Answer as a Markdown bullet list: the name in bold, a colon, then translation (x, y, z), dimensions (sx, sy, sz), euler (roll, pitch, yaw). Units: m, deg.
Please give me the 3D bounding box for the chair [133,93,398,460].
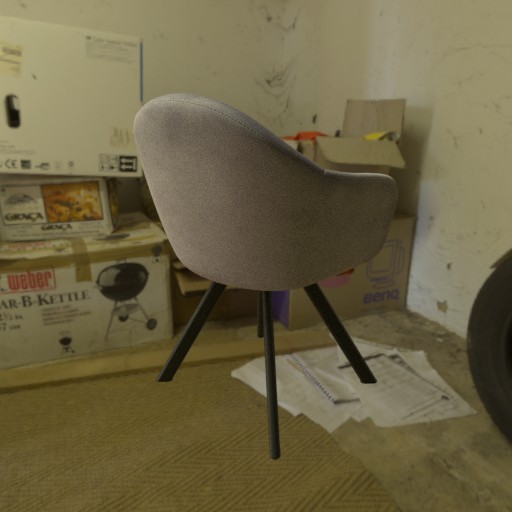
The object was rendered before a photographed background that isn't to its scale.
- **chair**: translation (0.000, 0.000, 1.165), dimensions (0.570, 0.780, 0.540), euler (15, 22, 42)
